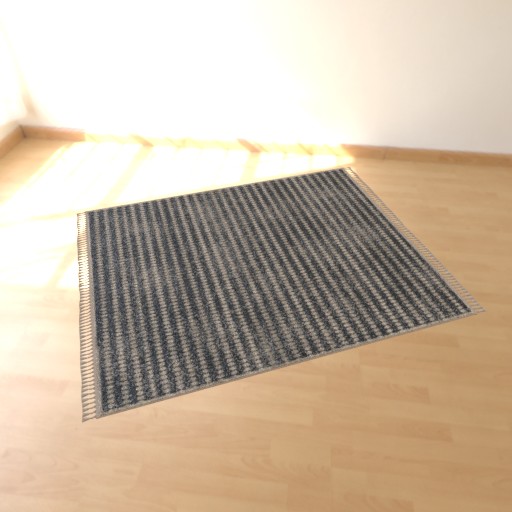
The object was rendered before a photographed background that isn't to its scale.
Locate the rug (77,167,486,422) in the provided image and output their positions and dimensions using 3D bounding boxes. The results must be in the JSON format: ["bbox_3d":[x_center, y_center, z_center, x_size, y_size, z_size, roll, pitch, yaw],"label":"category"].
[{"bbox_3d":[0.000,0.000,3.791,2.910,0.013,2.256,-12,42,-13],"label":"rug"}]
